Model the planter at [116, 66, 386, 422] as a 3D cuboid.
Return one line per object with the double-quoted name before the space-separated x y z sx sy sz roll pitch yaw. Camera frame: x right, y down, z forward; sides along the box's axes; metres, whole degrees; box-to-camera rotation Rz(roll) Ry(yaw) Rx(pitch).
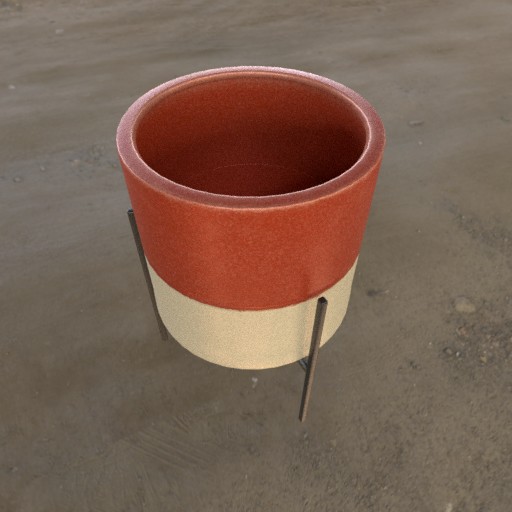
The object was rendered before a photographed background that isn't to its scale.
"planter" 0.000 0.000 0.520 0.235 0.354 0.251 24 51 21
